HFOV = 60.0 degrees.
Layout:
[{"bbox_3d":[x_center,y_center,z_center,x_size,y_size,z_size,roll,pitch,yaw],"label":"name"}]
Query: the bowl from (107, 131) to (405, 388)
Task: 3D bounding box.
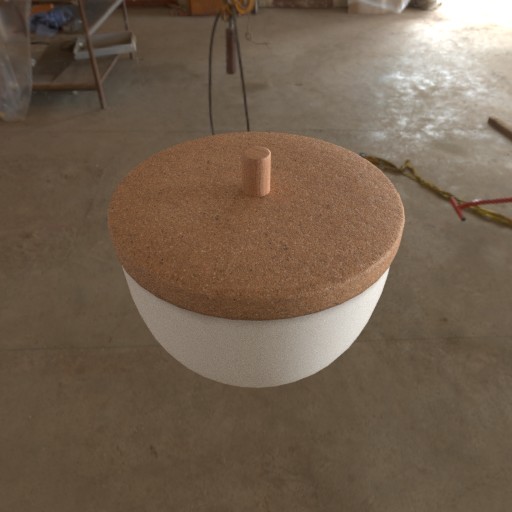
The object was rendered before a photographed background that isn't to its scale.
[{"bbox_3d":[0.000,0.000,0.216,0.126,0.110,0.126,0,41,0],"label":"bowl"}]
